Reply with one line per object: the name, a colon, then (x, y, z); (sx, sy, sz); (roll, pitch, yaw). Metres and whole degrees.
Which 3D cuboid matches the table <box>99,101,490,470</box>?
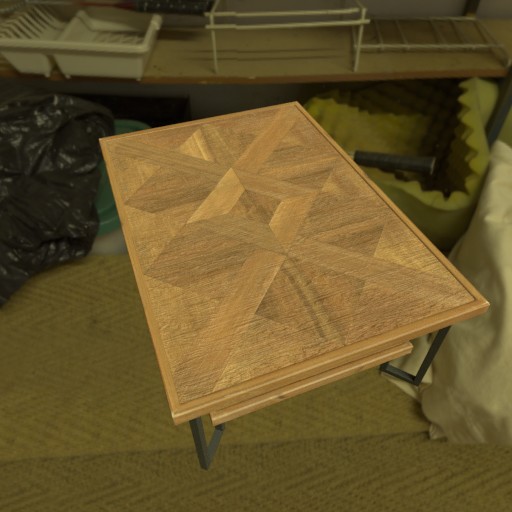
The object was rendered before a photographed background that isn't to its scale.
table: (0.000, 0.000, 1.661); (0.877, 0.492, 1.238); (-16, 48, -15)
